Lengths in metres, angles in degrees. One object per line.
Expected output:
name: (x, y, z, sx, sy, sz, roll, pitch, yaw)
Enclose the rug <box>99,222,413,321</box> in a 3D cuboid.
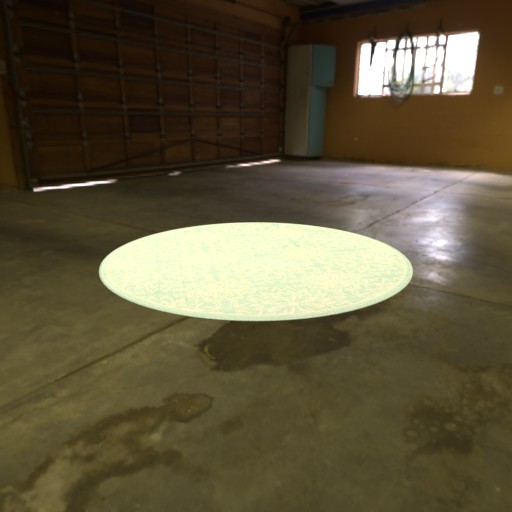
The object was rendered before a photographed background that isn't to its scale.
rug: (0.000, 0.000, 2.372, 1.593, 0.012, 1.593, 0, 17, 0)
